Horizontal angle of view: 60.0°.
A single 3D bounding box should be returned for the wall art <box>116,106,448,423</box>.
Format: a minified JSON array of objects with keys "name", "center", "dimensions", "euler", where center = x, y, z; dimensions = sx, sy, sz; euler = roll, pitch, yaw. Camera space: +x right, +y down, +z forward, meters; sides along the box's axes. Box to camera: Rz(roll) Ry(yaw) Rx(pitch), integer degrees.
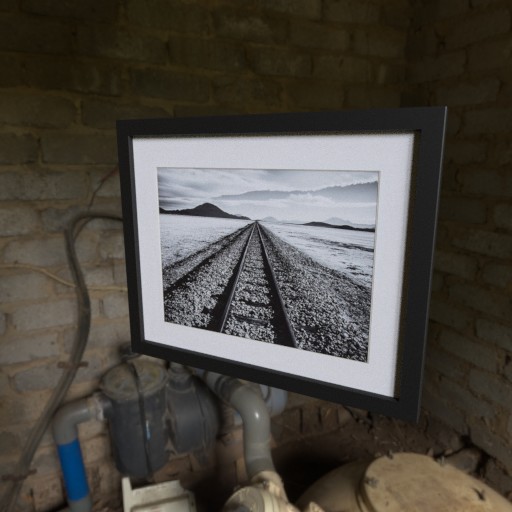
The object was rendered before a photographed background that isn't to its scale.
[{"name":"wall art","center":[0.000,0.000,0.752],"dimensions":[0.559,0.458,0.029],"euler":[6,15,26]}]
